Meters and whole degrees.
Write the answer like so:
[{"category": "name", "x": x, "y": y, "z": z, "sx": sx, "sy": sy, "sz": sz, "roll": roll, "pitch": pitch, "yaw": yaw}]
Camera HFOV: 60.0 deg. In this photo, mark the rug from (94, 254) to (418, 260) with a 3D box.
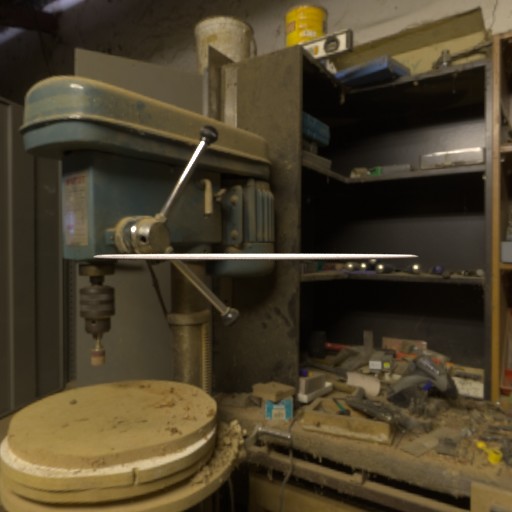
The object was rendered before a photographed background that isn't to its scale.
[{"category": "rug", "x": 0.000, "y": 0.000, "z": 2.316, "sx": 1.593, "sy": 0.012, "sz": 1.593, "roll": 0, "pitch": 1, "yaw": 0}]
